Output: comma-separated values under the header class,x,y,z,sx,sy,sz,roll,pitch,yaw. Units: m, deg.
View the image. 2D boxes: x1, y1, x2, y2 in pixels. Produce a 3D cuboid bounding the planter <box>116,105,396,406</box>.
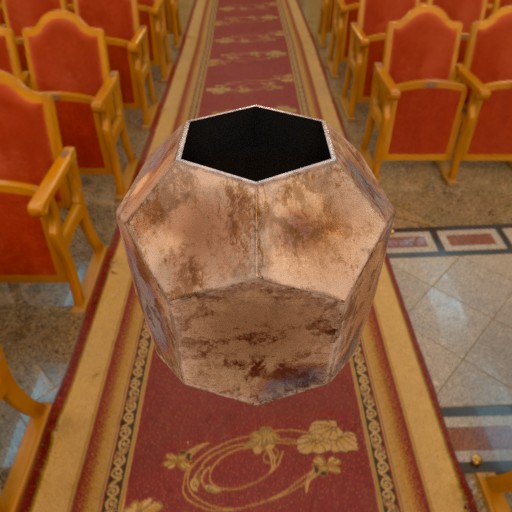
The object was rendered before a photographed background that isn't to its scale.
class,x,y,z,sx,sy,sz,roll,pitch,yaw
planter,0.000,0.000,0.417,0.243,0.238,0.221,0,41,0
